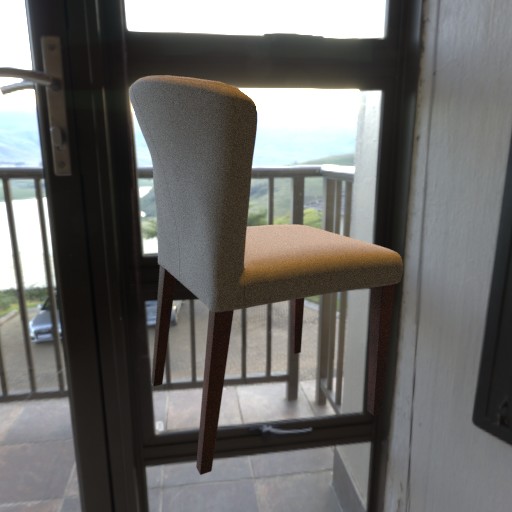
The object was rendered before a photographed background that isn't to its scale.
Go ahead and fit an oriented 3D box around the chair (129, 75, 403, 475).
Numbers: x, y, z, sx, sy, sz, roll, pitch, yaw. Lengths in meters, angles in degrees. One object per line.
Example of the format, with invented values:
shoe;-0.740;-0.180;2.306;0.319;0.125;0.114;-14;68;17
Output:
chair;0.000;0.000;1.169;0.592;0.839;0.491;-7;15;-26
